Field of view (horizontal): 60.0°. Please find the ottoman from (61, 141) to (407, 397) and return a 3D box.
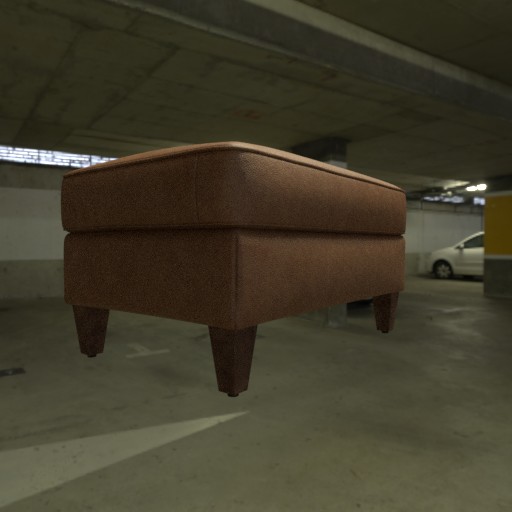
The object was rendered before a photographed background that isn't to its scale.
[{"bbox_3d":[0.000,0.000,1.219,0.584,0.483,0.864,1,2,38],"label":"ottoman"}]
